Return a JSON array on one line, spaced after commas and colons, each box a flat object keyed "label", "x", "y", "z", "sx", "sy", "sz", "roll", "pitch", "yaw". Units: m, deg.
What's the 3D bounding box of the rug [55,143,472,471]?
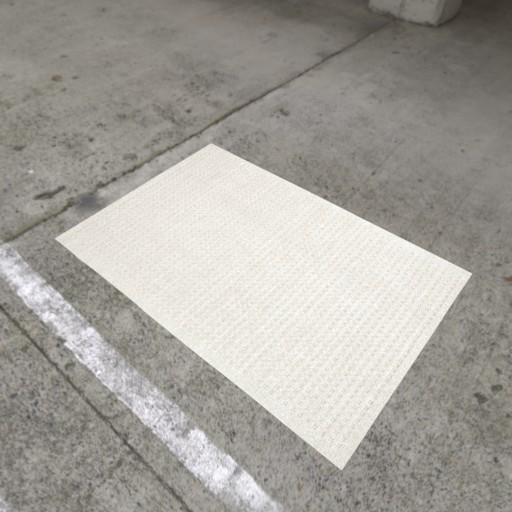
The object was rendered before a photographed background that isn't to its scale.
[{"label": "rug", "x": 0.000, "y": 0.000, "z": 2.892, "sx": 2.289, "sy": 0.006, "sz": 1.523, "roll": 32, "pitch": 55, "yaw": 26}]
